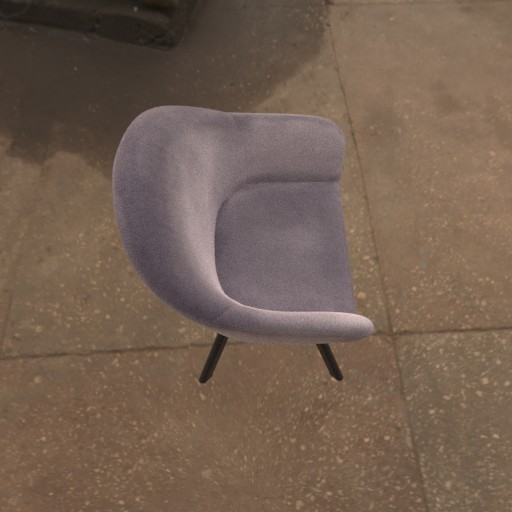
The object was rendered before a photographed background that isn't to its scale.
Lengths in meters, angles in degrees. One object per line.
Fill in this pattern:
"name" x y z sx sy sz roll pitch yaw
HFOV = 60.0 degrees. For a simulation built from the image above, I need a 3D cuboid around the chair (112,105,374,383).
"chair" 0.000 0.000 1.158 0.540 0.780 0.570 -1 61 -1
